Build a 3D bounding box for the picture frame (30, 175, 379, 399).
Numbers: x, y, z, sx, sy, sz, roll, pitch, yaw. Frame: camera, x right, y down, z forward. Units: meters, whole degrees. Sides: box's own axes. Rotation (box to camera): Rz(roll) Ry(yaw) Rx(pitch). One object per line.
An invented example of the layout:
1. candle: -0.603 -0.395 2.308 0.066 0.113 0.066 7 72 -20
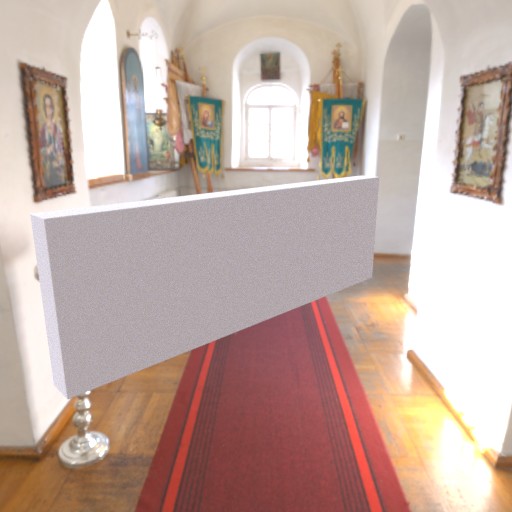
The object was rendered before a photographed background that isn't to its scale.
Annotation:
1. picture frame: 0.000 0.000 0.840 0.759 0.250 0.050 -14 21 -42
